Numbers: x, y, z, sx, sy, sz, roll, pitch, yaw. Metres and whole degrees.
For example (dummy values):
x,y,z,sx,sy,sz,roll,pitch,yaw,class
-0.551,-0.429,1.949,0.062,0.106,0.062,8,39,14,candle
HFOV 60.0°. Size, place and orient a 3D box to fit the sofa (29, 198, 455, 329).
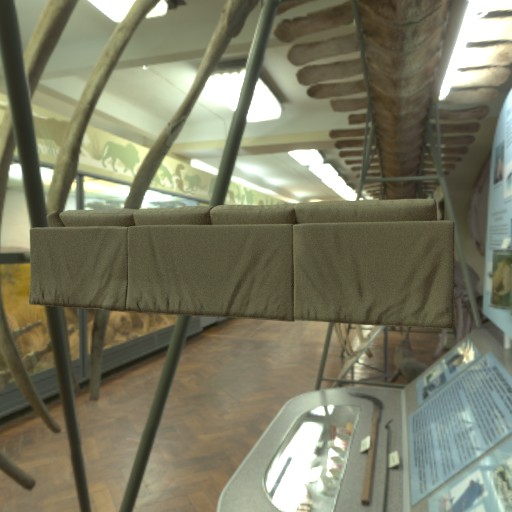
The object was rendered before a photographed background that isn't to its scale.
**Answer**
x,y,z,sx,sy,sz,roll,pitch,yaw,class
0.000,0.000,4.524,3.528,0.878,2.476,0,1,18,sofa
